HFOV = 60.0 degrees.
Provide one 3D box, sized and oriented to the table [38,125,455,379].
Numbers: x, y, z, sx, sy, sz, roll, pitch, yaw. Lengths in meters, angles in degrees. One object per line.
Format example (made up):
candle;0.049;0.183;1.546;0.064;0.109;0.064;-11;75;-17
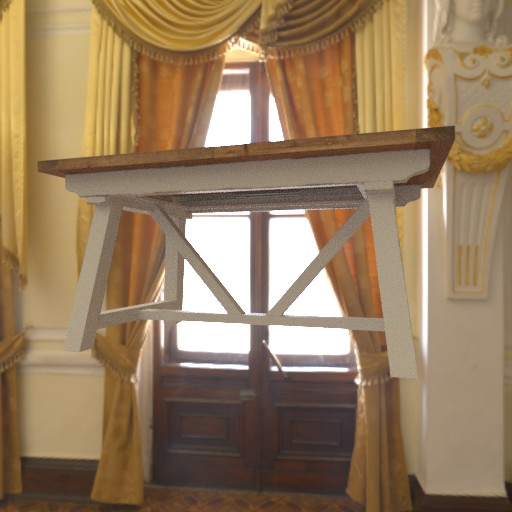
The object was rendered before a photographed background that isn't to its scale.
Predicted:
table;0.000;0.000;1.942;1.503;0.743;0.922;0;0;18
